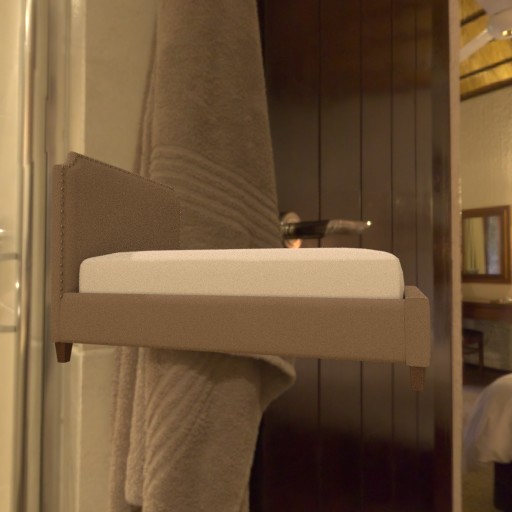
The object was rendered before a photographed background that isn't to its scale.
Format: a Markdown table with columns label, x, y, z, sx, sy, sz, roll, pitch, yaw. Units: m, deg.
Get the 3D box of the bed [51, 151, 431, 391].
| label | x | y | z | sx | sy | sz | roll | pitch | yaw |
| --- | --- | --- | --- | --- | --- | --- | --- | --- | --- |
| bed | 0.000 | 0.000 | 3.386 | 2.372 | 1.443 | 1.713 | -1 | -2 | 18 |
